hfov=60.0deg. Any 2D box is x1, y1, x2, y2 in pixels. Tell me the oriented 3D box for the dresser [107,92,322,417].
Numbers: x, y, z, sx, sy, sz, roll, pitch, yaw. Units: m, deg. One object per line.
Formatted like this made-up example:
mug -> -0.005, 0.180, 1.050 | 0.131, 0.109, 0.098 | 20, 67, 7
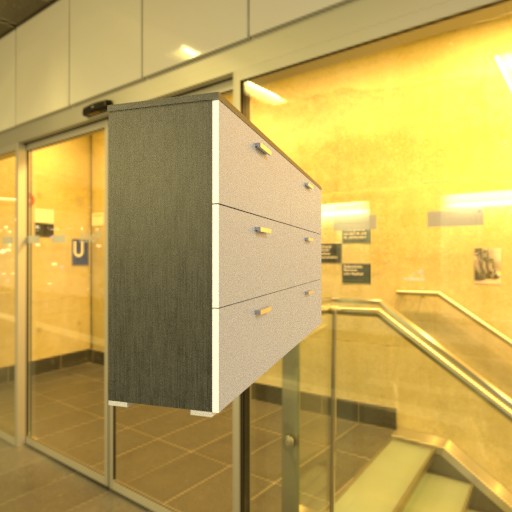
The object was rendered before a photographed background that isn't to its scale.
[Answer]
dresser -> 0.000, 0.000, 1.848 | 0.333, 0.790, 1.535 | 0, 0, 18
